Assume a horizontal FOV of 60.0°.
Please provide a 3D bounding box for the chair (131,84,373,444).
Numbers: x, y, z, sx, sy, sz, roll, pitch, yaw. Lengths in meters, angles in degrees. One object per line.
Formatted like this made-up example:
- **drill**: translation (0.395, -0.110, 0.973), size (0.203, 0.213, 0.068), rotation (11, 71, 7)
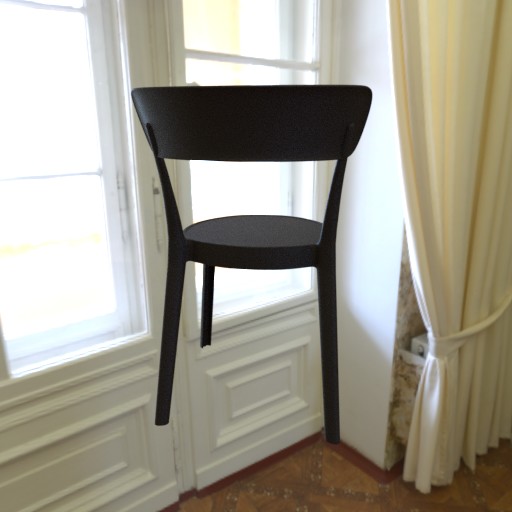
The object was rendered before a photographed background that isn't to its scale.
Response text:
- **chair**: translation (0.000, 0.000, 1.137), size (0.506, 0.790, 0.491), rotation (3, 17, 8)
